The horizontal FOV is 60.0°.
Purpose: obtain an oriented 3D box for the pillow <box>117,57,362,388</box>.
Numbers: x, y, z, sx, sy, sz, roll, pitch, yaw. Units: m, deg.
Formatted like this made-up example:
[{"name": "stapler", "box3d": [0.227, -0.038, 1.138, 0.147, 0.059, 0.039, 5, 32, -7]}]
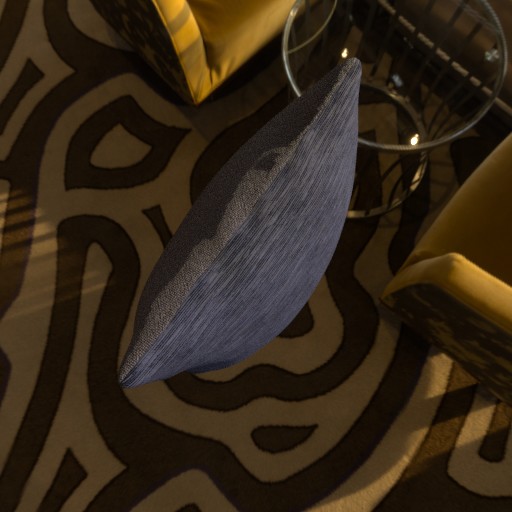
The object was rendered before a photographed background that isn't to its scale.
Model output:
[{"name": "pillow", "box3d": [0.000, 0.000, 0.681, 0.204, 0.439, 0.452, 34, 78, 8]}]
